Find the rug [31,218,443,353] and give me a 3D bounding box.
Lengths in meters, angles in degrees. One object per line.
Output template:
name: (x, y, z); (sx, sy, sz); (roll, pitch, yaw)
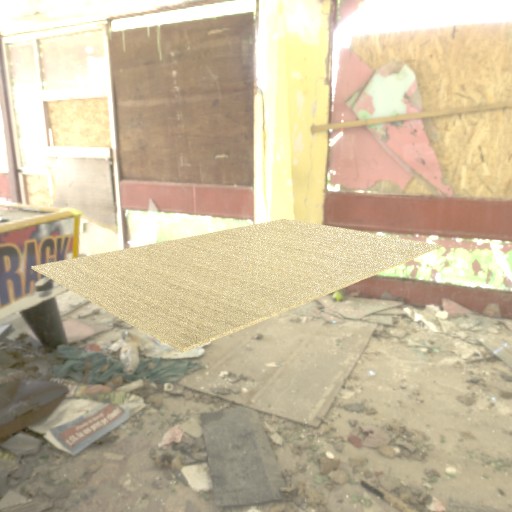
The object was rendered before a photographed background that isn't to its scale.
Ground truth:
rug: (0.000, 0.000, 2.927); (1.532, 0.018, 2.297); (15, 21, 43)
